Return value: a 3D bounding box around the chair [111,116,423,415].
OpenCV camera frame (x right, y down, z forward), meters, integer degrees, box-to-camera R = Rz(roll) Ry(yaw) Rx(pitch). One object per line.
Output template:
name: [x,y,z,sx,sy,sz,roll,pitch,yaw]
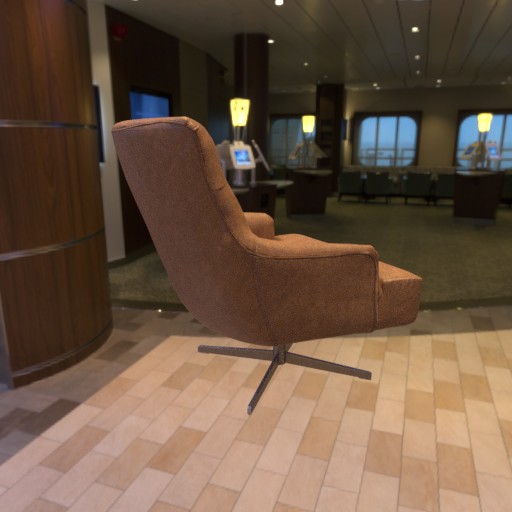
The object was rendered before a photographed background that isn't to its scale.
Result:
chair: [0.000,0.000,1.515,0.874,0.869,0.729,-7,16,-25]
